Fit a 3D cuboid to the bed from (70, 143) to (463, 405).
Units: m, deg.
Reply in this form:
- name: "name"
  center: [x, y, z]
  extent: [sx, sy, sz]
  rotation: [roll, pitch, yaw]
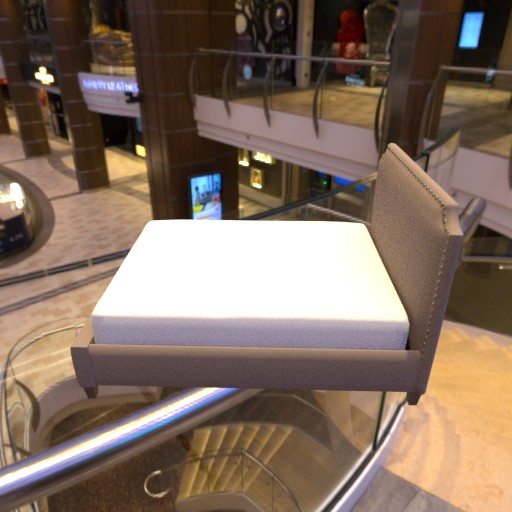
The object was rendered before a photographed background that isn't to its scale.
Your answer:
- name: "bed"
  center: [0.000, 0.000, 3.460]
  extent: [2.372, 1.443, 1.713]
  rotation: [1, 28, 2]
